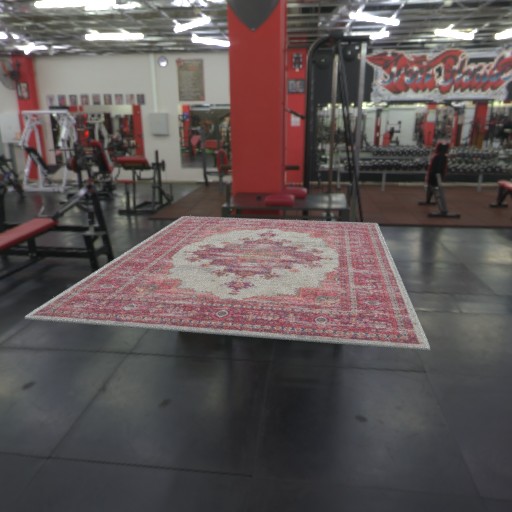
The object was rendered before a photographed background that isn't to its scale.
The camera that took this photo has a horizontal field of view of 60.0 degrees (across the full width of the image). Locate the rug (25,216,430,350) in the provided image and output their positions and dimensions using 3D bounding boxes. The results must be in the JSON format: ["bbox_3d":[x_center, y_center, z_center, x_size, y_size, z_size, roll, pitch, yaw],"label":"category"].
[{"bbox_3d":[0.000,0.000,4.062,2.447,0.017,3.123,3,17,9],"label":"rug"}]
